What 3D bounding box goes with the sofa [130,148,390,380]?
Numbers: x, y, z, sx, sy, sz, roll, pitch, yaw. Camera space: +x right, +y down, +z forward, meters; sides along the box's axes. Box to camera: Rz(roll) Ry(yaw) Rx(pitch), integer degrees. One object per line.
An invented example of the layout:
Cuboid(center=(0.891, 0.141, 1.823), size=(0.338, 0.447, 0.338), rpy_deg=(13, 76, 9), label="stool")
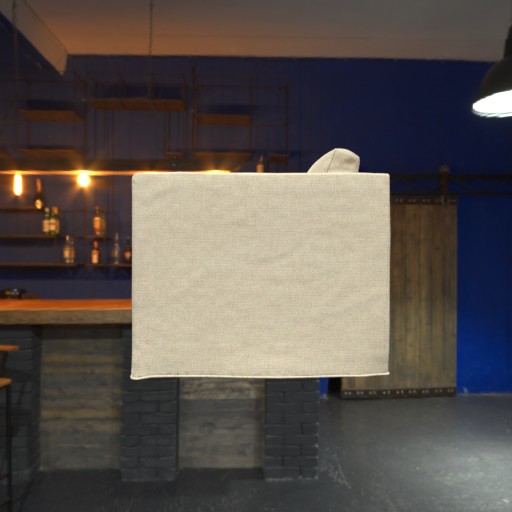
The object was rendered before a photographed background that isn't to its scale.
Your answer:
Cuboid(center=(0.000, 0.000, 2.698), size=(0.962, 0.853, 2.312), rpy_deg=(0, 0, 0), label="sofa")
